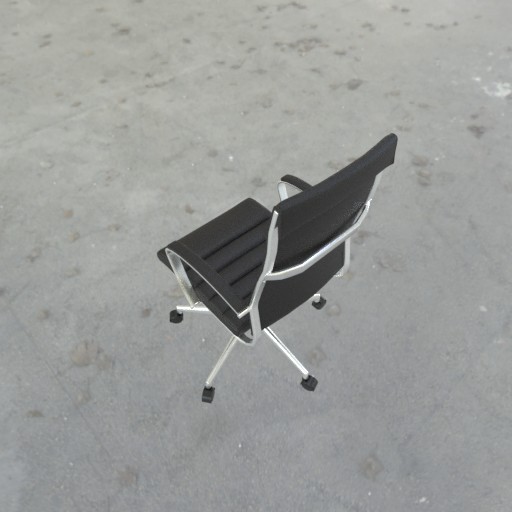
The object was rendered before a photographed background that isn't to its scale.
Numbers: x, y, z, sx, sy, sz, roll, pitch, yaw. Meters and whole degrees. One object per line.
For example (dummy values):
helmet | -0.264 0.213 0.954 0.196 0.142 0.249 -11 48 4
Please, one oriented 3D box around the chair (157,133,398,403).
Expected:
chair | 0.000 0.000 1.652 0.766 1.149 0.739 -34 56 -27
